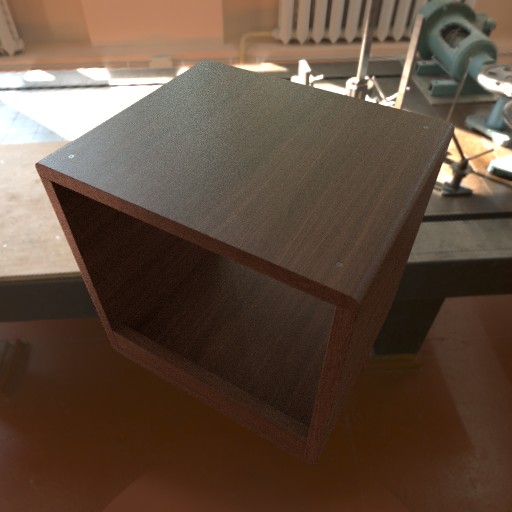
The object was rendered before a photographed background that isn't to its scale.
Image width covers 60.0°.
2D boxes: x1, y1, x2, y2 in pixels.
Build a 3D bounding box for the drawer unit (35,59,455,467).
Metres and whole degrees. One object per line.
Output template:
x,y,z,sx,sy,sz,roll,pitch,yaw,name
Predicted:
0.000,0.000,0.596,0.349,0.351,0.290,23,50,21,drawer unit
